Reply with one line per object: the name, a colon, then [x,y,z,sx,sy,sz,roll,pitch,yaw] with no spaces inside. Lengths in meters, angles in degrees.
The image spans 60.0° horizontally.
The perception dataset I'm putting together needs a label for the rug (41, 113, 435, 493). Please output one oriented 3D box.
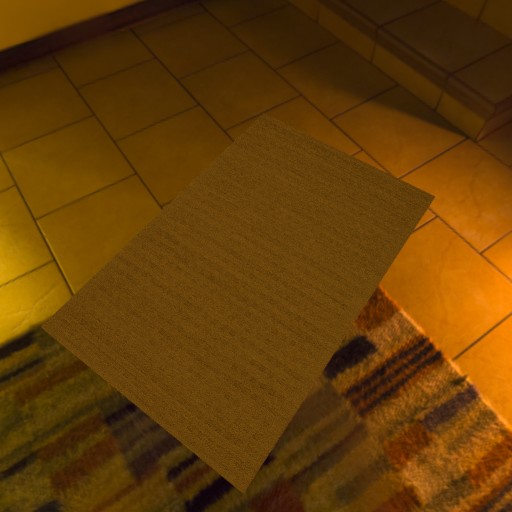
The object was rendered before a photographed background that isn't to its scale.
rug: [0.000,0.000,2.209,1.142,0.006,1.752,31,63,18]
